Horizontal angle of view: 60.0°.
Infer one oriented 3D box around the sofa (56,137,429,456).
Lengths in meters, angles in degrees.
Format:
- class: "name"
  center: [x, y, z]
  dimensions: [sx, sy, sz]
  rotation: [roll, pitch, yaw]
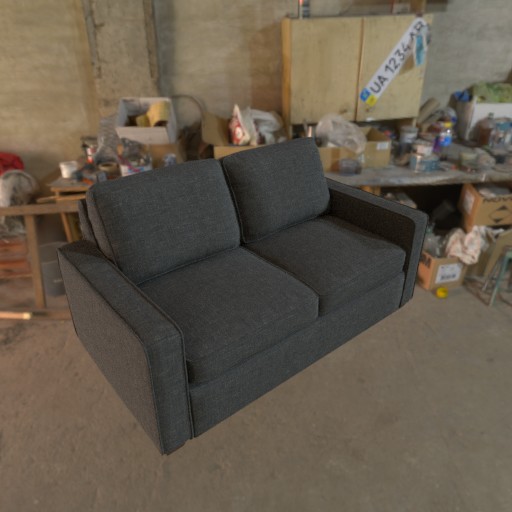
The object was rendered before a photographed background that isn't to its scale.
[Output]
- class: "sofa"
  center: [0.000, 0.000, 2.294]
  dimensions: [1.709, 0.918, 0.947]
  rotation: [-22, 36, -34]
